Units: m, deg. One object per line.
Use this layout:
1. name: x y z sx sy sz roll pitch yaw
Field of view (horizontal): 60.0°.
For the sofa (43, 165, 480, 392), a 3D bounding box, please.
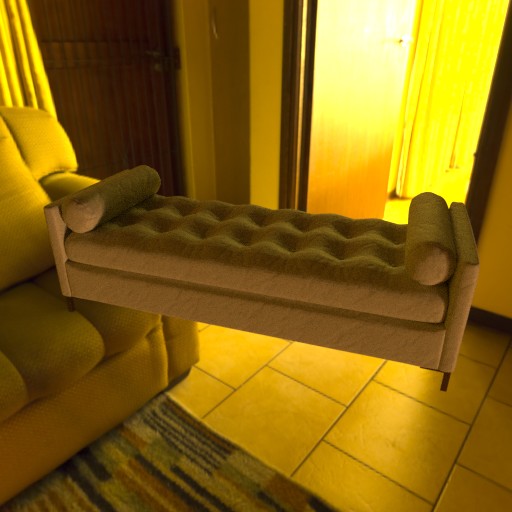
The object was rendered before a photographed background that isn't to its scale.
1. sofa: 0.000 0.000 2.447 2.102 0.705 0.796 8 27 17
